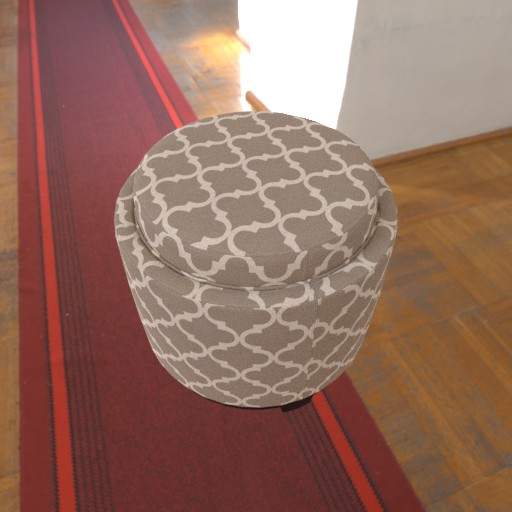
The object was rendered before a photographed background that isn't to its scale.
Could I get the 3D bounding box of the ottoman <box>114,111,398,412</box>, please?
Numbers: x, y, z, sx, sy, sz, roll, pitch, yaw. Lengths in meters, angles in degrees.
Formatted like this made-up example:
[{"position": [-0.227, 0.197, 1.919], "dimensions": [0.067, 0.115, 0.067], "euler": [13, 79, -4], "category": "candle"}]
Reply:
[{"position": [0.000, 0.000, 0.855], "dimensions": [0.480, 0.429, 0.480], "euler": [0, 46, 0], "category": "ottoman"}]
